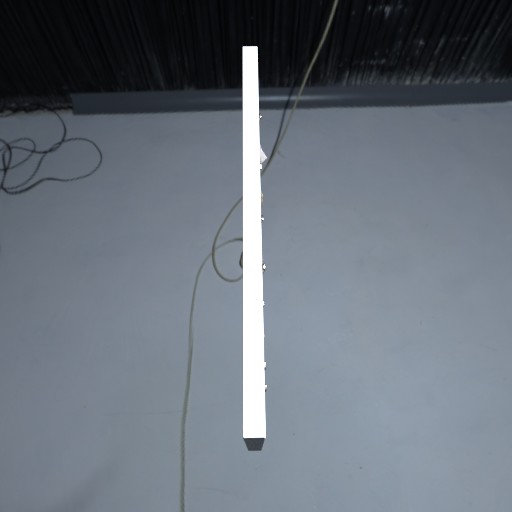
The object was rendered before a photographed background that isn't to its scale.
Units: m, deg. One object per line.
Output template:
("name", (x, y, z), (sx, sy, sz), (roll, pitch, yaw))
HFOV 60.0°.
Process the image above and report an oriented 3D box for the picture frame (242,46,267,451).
("picture frame", (0.000, 0.000, 0.819), (0.044, 0.379, 0.647), (-1, 64, 0))
